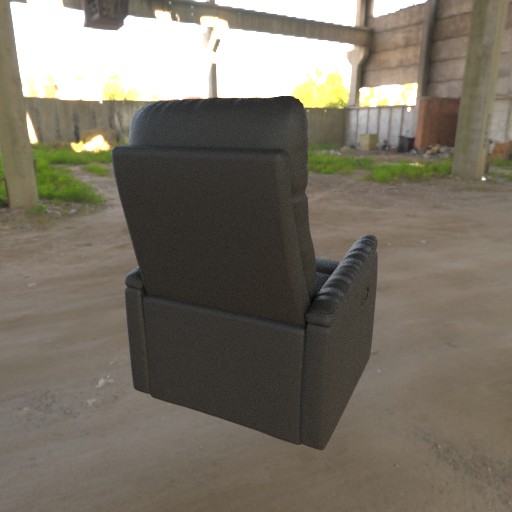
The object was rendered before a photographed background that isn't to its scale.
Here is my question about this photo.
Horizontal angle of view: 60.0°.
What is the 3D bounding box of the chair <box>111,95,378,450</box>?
[{"bbox_3d":[0.000,0.000,1.640,0.775,1.082,0.831,8,18,25],"label":"chair"}]
